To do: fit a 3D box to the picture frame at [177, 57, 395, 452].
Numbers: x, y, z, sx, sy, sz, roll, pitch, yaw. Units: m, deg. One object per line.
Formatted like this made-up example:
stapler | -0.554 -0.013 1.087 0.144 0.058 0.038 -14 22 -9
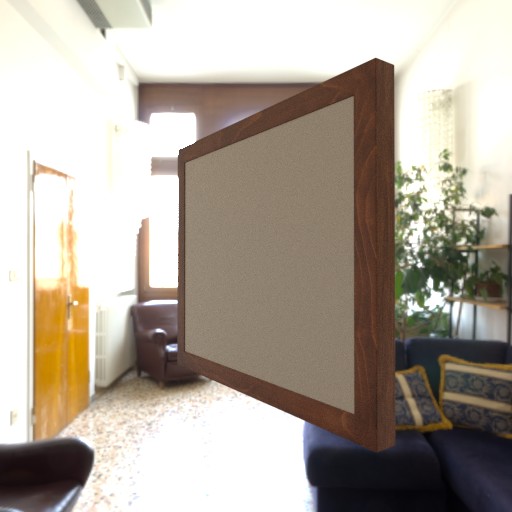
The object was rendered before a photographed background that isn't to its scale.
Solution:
picture frame | 0.000 0.000 0.532 0.025 0.330 0.381 0 -1 -35
